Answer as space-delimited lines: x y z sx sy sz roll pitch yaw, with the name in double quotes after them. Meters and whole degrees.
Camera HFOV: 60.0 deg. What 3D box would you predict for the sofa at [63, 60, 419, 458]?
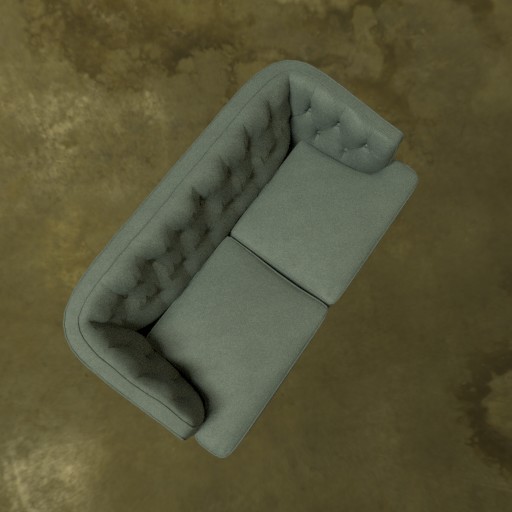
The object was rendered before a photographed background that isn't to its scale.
0.000 0.000 2.250 0.941 0.855 1.733 35 78 9 "sofa"
